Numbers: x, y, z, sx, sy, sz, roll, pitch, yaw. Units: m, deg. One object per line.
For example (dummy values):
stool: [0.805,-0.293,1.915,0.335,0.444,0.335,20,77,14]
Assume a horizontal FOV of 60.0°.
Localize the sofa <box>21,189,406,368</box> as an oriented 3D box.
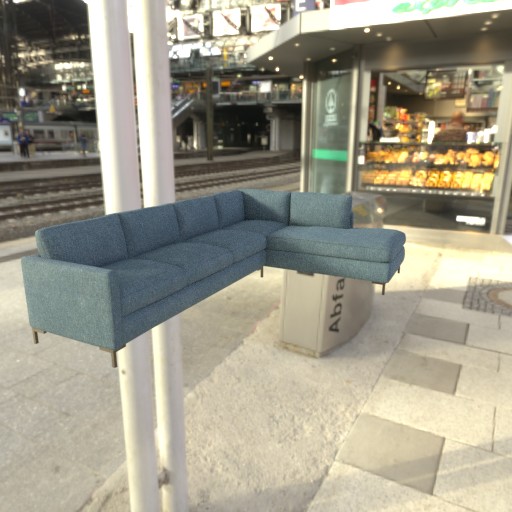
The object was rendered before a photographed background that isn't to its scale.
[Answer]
sofa: [0.000,0.000,3.755,2.007,0.815,2.949,8,17,26]
